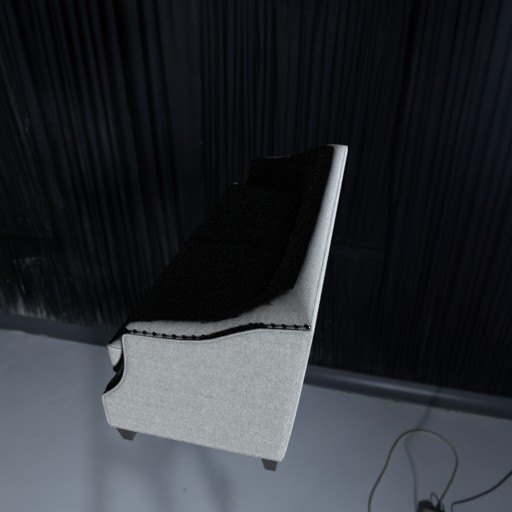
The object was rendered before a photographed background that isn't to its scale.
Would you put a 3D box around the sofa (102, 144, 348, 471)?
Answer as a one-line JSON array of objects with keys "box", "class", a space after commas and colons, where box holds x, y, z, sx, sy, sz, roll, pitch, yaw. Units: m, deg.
[{"box": [0.000, 0.000, 2.721, 0.914, 0.901, 2.235, 7, 31, 11], "class": "sofa"}]
